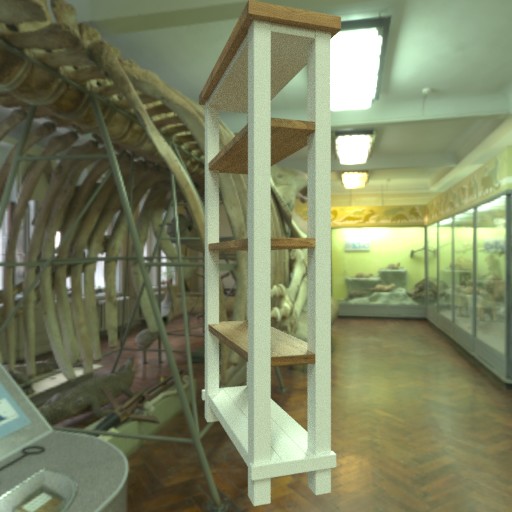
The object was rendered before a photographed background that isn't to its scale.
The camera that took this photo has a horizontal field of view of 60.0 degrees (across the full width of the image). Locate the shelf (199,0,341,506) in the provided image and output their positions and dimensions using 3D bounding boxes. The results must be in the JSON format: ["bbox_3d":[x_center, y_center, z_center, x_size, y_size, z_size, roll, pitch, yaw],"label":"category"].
[{"bbox_3d":[0.000,0.000,2.167,0.381,1.878,1.022,0,0,-18],"label":"shelf"}]
